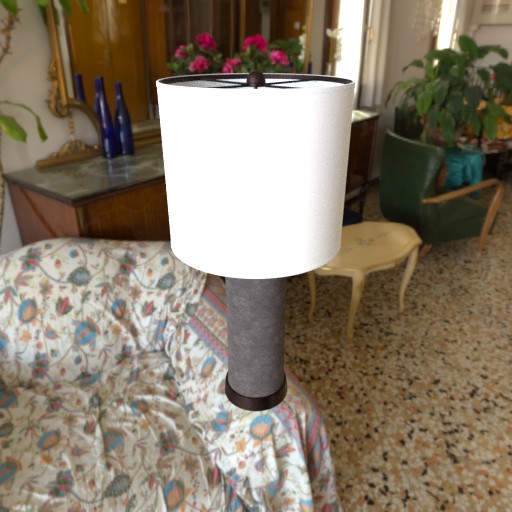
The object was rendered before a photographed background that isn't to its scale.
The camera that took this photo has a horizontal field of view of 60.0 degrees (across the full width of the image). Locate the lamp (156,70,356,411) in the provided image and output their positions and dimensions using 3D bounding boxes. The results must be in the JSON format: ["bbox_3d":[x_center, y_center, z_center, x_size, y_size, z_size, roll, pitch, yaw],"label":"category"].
[{"bbox_3d":[0.000,0.000,0.813,0.301,0.630,0.301,1,26,2],"label":"lamp"}]
